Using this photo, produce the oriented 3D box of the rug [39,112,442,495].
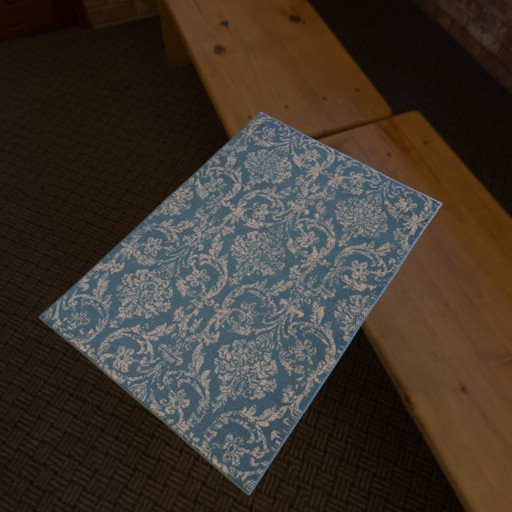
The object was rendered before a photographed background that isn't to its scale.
[{"bbox_3d":[0.000,0.000,2.826,1.554,0.012,2.205,32,64,18],"label":"rug"}]
